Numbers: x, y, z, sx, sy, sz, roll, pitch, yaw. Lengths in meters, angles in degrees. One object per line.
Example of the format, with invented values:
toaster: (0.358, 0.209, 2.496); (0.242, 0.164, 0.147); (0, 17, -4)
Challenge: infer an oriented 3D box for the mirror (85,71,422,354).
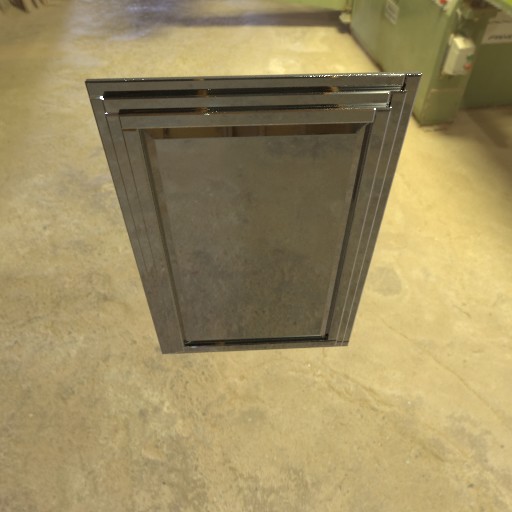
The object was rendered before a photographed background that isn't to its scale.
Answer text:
mirror: (0.000, 0.000, 1.126); (0.613, 0.914, 0.039); (-2, 46, -2)
